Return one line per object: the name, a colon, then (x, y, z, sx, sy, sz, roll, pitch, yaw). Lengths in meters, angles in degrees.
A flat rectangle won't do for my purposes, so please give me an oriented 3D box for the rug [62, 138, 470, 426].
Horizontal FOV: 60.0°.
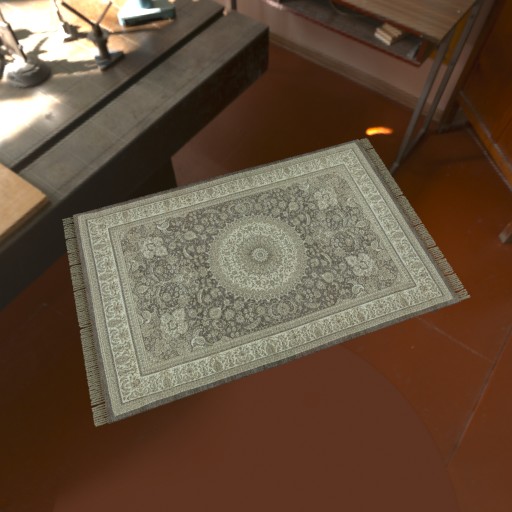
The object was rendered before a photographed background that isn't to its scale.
rug: (0.000, 0.000, 4.275, 3.422, 0.015, 2.143, -17, 61, -10)
